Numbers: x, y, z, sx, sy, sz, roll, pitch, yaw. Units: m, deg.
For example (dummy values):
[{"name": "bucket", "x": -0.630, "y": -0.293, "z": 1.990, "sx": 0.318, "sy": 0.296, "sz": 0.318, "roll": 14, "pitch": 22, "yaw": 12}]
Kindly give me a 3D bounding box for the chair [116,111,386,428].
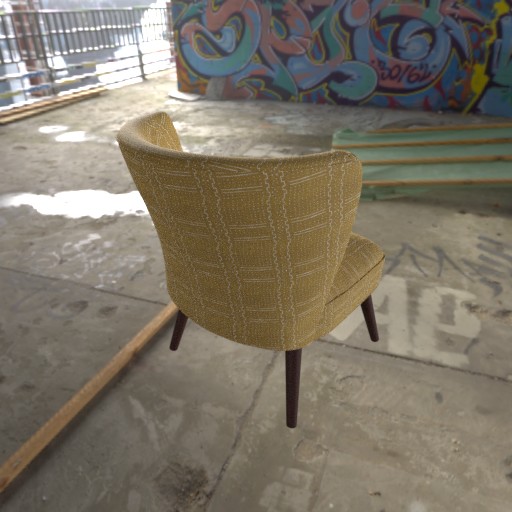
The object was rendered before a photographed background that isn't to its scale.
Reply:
[{"name": "chair", "x": 0.000, "y": 0.000, "z": 1.425, "sx": 0.706, "sy": 0.866, "sz": 0.758, "roll": 23, "pitch": 37, "yaw": 33}]
